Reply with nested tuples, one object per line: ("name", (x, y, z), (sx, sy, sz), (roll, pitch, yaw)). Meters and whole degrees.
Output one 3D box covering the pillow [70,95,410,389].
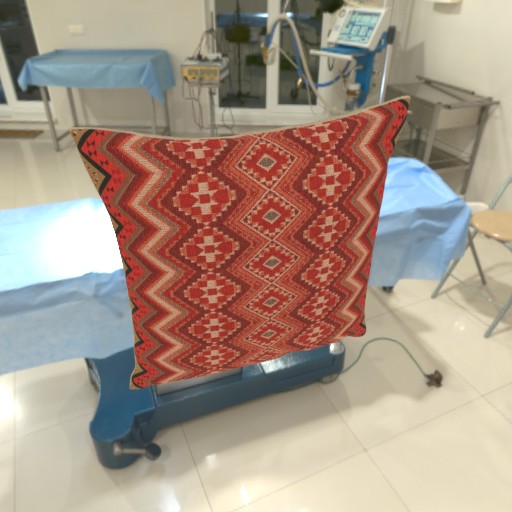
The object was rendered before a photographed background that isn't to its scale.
("pillow", (0.000, 0.000, 0.782), (0.513, 0.511, 0.158), (-10, 34, -15))
